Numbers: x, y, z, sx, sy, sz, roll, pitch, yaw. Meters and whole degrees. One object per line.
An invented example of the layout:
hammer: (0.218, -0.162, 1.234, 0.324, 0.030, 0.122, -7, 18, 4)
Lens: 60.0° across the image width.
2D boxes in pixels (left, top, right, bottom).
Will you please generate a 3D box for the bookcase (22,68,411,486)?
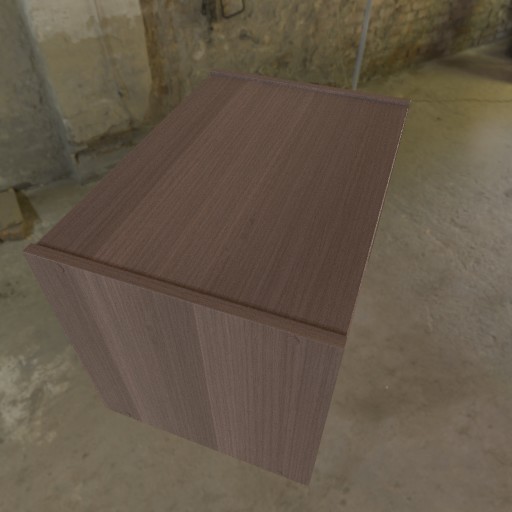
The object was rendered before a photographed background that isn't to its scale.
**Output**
bookcase: (0.000, 0.000, 0.602, 0.290, 0.305, 0.415, 15, 47, 14)
